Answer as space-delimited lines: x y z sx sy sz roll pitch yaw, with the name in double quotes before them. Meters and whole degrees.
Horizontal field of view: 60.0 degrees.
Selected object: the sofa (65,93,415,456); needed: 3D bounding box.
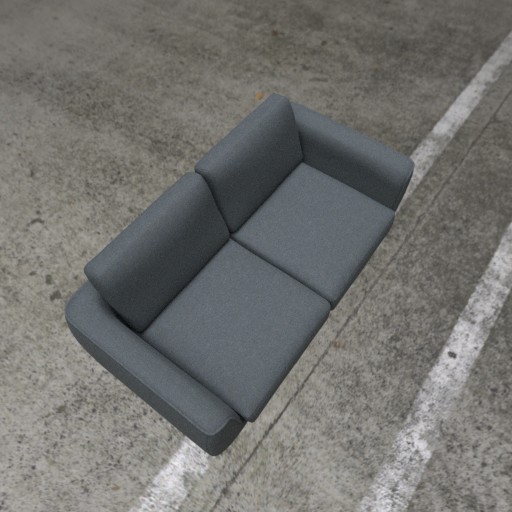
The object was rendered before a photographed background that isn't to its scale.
"sofa" 0.000 0.000 2.231 0.920 0.850 1.700 32 64 18
